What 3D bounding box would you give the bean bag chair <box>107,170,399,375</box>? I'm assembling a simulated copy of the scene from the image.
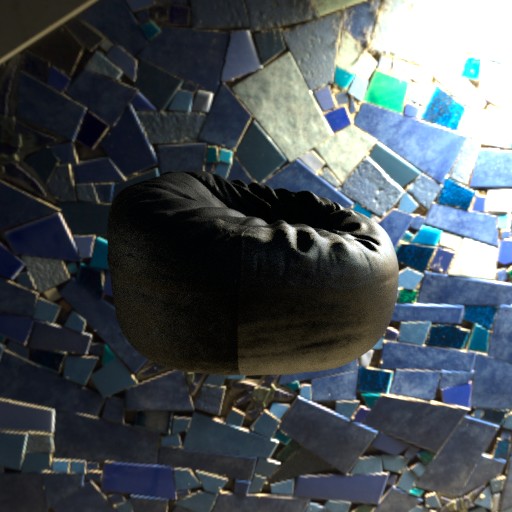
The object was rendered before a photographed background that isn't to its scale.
[{"bbox_3d":[0.000,0.000,2.467,1.524,0.878,1.524,3,17,9],"label":"bean bag chair"}]
